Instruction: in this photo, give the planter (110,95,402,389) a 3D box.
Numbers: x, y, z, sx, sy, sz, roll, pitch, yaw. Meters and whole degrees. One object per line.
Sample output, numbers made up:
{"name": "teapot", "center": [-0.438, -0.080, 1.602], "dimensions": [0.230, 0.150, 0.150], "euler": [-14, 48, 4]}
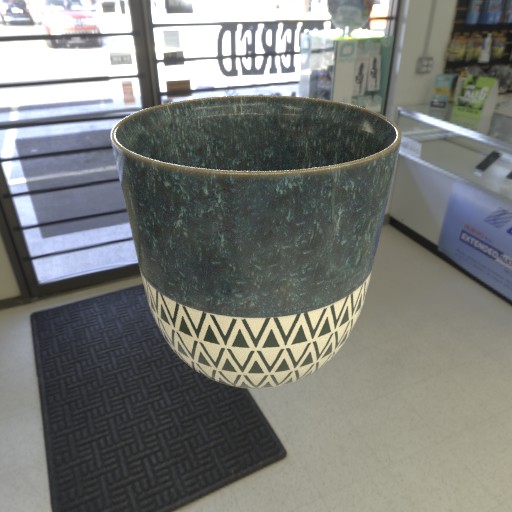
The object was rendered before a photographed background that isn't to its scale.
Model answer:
{"name": "planter", "center": [0.000, 0.000, 0.362], "dimensions": [0.195, 0.214, 0.195], "euler": [0, 31, 0]}
